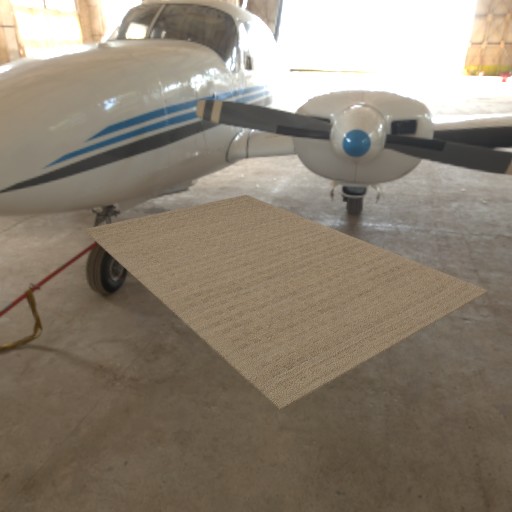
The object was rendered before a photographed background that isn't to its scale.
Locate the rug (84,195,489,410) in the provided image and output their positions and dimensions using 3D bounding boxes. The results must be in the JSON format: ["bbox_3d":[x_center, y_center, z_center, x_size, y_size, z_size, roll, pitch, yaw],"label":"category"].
[{"bbox_3d":[0.000,0.000,2.198,1.142,0.006,1.752,-17,30,-33],"label":"rug"}]
